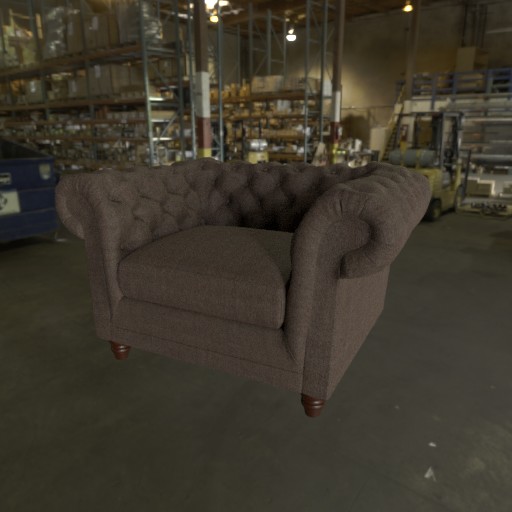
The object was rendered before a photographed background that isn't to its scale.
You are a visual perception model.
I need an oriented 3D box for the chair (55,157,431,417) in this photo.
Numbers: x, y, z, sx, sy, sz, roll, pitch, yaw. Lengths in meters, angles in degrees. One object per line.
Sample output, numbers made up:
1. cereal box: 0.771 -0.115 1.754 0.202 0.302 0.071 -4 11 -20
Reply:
1. chair: 0.000 0.000 1.886 1.298 0.780 0.945 8 17 26
